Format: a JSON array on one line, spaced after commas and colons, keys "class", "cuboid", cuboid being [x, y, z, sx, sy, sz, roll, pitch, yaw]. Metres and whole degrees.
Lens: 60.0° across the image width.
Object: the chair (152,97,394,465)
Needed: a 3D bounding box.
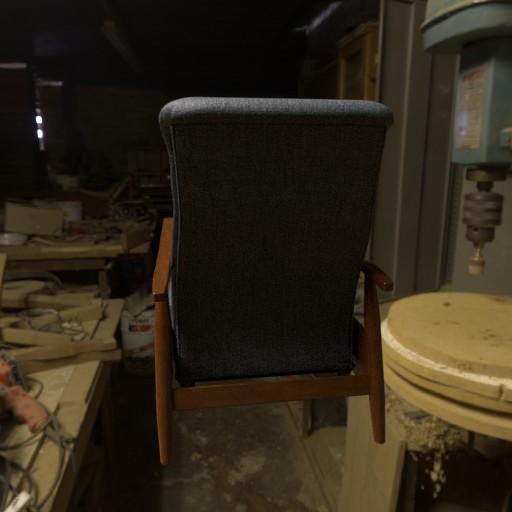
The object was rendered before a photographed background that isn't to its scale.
[{"class": "chair", "cuboid": [0.000, 0.000, 1.761, 0.762, 1.082, 1.030, -2, 13, -8]}]
